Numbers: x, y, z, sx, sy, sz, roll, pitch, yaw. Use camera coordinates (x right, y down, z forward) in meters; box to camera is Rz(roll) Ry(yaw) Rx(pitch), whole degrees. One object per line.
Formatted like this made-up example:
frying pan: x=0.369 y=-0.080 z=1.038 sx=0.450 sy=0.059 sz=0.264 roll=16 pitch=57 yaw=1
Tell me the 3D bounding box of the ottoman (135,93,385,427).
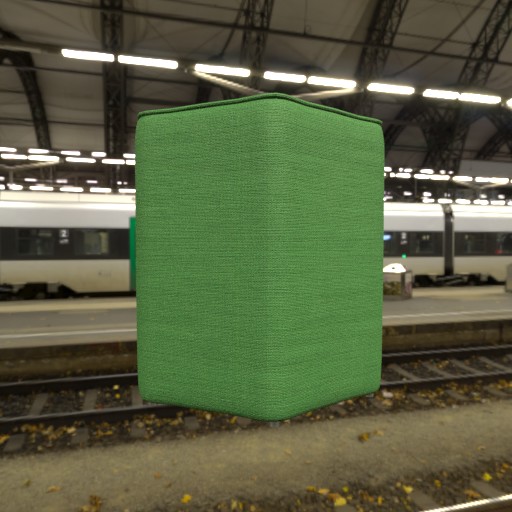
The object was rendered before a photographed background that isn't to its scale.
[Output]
ottoman: x=0.000 y=0.000 z=0.893 sx=0.499 sy=0.507 sz=0.444 roll=-1 pitch=1 yaw=-37
